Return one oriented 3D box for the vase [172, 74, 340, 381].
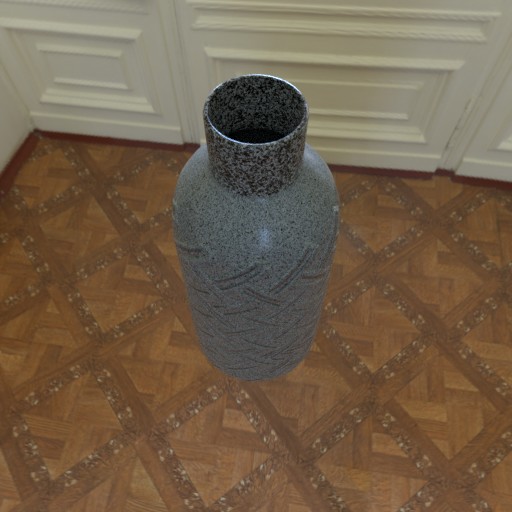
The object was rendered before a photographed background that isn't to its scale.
[{"bbox_3d":[0.000,0.000,0.334,0.122,0.282,0.122,0,60,0],"label":"vase"}]
